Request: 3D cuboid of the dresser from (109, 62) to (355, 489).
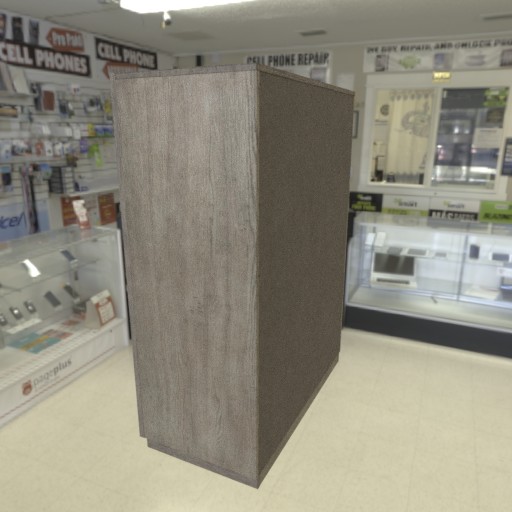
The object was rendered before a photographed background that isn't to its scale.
[{"bbox_3d":[0.000,0.000,1.785,0.483,1.295,0.967,8,18,25],"label":"dresser"}]
